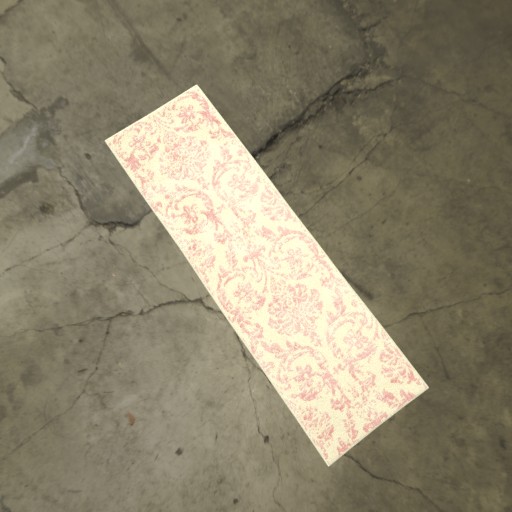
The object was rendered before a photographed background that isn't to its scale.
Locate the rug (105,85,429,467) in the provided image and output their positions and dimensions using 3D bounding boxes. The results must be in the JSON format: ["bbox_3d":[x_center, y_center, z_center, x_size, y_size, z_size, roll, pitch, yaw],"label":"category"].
[{"bbox_3d":[0.000,0.000,2.474,0.662,0.011,2.196,-34,79,-8],"label":"rug"}]
